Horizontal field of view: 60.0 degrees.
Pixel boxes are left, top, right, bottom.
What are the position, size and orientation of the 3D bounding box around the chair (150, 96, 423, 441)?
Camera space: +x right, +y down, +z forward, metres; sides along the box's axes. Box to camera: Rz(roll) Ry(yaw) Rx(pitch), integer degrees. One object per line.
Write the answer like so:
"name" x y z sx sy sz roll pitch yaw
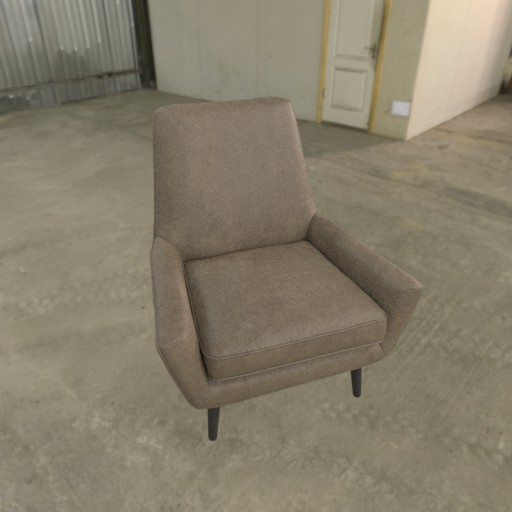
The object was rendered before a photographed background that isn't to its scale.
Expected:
"chair" 0.000 0.000 1.528 0.787 0.888 0.824 -11 34 -16
